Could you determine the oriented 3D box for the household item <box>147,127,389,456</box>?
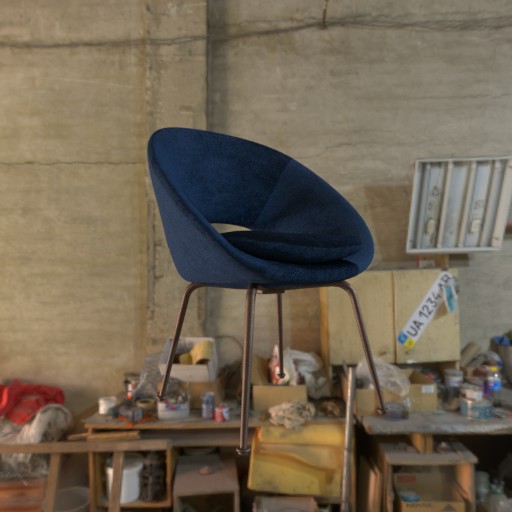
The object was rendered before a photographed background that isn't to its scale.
[{"bbox_3d":[0.000,0.000,1.291,0.623,0.852,0.573,1,-1,-34],"label":"household item"}]
